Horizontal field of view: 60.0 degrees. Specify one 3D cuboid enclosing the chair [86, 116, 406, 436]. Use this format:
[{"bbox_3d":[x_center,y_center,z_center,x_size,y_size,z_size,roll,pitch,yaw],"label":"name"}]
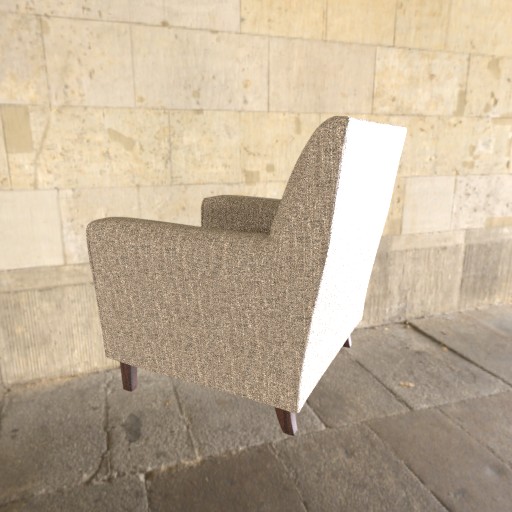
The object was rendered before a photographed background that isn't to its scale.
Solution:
[{"bbox_3d":[0.000,0.000,1.629,0.873,0.928,0.864,7,16,25],"label":"chair"}]
